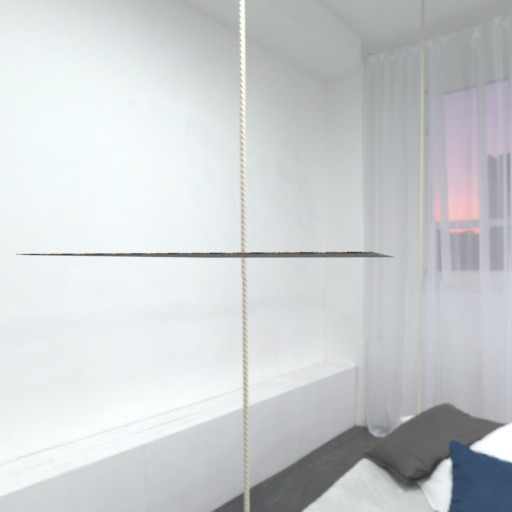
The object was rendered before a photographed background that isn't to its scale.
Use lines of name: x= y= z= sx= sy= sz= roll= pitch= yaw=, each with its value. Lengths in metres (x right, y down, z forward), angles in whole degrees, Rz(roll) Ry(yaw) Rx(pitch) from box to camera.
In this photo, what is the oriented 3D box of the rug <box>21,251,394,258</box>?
rug: x=0.000 y=0.000 z=4.145 sx=2.379 sy=0.011 sz=3.221 roll=0 pitch=-1 yaw=19
